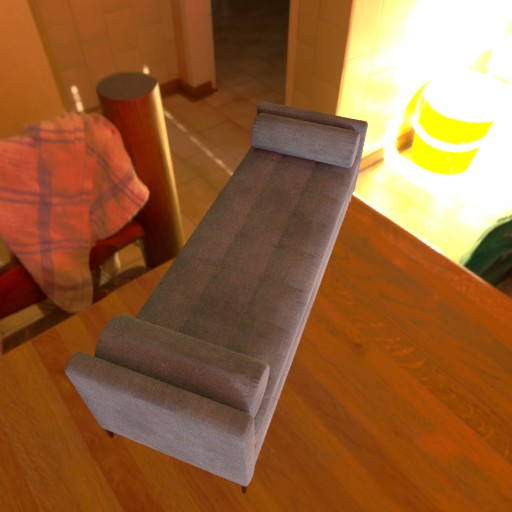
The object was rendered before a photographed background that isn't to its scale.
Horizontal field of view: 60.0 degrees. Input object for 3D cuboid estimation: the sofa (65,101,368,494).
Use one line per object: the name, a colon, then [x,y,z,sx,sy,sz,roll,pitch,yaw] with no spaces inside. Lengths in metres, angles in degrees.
sofa: [0.000,0.000,2.288,0.686,0.635,1.981,16,49,14]
